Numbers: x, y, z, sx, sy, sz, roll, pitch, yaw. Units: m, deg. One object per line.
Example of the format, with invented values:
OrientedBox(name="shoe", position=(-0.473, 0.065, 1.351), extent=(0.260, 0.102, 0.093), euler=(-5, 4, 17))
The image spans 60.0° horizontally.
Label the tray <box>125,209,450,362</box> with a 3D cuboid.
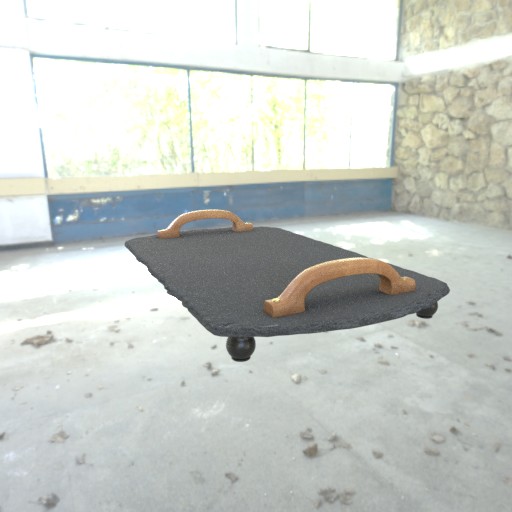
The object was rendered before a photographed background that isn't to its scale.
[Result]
OrientedBox(name="tray", position=(0.000, 0.000, 0.483), extent=(0.231, 0.062, 0.387), euler=(-7, 15, -26))
